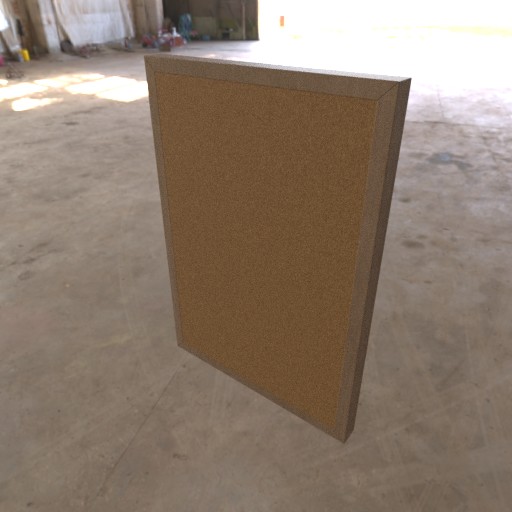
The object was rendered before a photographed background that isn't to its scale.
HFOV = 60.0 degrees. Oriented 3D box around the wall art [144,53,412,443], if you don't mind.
[{"bbox_3d":[0.000,0.000,0.637,0.356,0.509,0.031,21,36,32],"label":"wall art"}]
